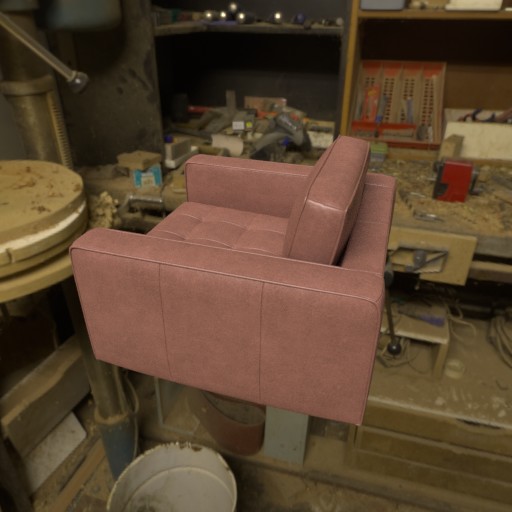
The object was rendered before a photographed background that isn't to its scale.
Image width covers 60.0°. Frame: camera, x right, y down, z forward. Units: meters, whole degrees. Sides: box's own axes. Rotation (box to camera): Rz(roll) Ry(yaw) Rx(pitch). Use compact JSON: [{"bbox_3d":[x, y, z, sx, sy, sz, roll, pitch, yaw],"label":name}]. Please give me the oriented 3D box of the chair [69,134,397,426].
[{"bbox_3d":[0.000,0.000,1.586,0.900,0.770,0.920,9,32,15],"label":"chair"}]
